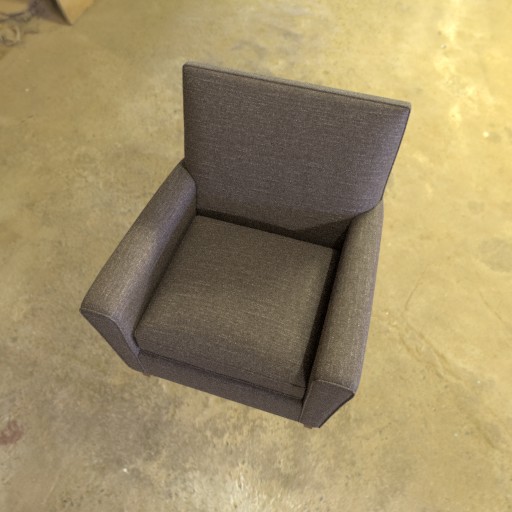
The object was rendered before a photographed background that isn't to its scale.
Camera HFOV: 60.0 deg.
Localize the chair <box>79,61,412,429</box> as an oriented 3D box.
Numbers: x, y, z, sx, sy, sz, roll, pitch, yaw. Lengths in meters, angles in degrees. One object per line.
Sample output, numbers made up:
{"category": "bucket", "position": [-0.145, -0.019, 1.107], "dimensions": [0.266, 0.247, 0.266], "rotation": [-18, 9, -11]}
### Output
{"category": "chair", "position": [0.000, 0.000, 1.592], "dimensions": [0.838, 0.885, 0.875], "rotation": [15, 58, 10]}
